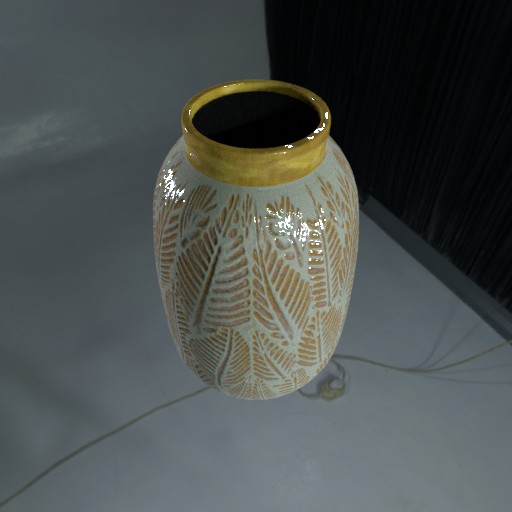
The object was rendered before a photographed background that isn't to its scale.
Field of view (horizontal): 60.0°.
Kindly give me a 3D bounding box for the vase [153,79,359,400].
[{"bbox_3d":[0.000,0.000,0.384,0.172,0.270,0.172,0,46,0],"label":"vase"}]
